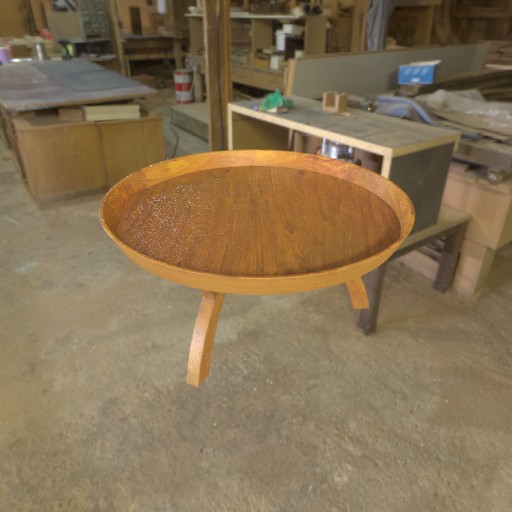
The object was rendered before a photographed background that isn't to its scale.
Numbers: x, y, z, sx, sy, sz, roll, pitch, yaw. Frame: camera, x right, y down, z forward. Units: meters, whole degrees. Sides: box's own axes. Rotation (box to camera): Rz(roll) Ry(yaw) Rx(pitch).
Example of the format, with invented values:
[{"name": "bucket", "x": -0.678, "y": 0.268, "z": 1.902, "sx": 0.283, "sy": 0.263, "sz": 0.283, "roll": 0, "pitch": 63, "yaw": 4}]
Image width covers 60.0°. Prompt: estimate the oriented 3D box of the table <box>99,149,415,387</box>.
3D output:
[{"name": "table", "x": 0.000, "y": 0.000, "z": 1.586, "sx": 1.016, "sy": 0.470, "sz": 1.016, "roll": 0, "pitch": 30, "yaw": 0}]
